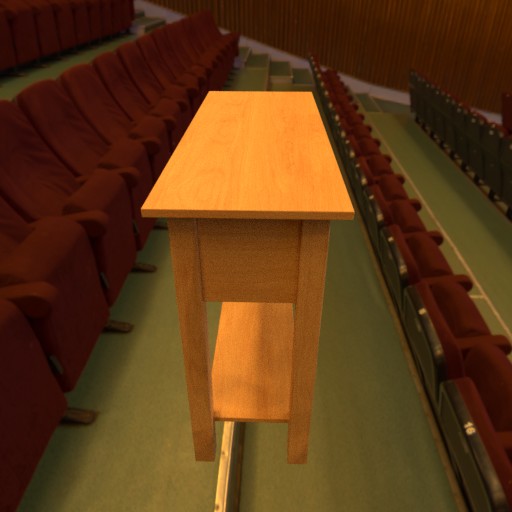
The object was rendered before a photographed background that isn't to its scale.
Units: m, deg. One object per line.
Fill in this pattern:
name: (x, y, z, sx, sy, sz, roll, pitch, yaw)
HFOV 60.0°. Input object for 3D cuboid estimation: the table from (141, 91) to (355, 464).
table: (0.000, 0.000, 1.276, 0.340, 0.728, 0.900, 1, 32, 2)
